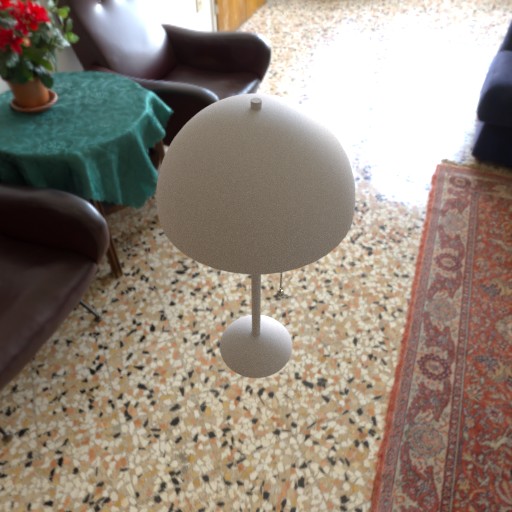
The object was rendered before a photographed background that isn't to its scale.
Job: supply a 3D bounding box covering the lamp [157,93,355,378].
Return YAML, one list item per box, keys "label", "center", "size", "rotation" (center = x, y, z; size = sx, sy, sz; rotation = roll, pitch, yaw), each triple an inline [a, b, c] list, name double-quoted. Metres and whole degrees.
- label: "lamp"
  center: [0.000, 0.000, 0.441]
  size: [0.171, 0.330, 0.171]
  rotation: [0, 47, 0]
